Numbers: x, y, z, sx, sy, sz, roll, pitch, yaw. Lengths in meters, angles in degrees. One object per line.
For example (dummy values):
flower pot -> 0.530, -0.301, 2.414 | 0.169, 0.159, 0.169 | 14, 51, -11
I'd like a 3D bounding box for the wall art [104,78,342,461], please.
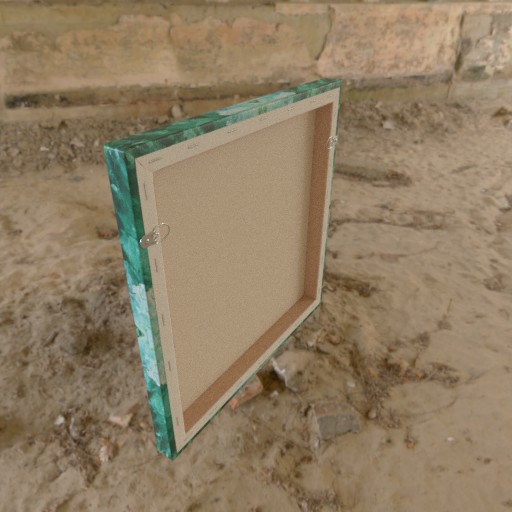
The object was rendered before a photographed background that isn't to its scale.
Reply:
wall art -> 0.000, 0.000, 0.761 | 0.038, 0.508, 0.507 | 20, 36, 29
